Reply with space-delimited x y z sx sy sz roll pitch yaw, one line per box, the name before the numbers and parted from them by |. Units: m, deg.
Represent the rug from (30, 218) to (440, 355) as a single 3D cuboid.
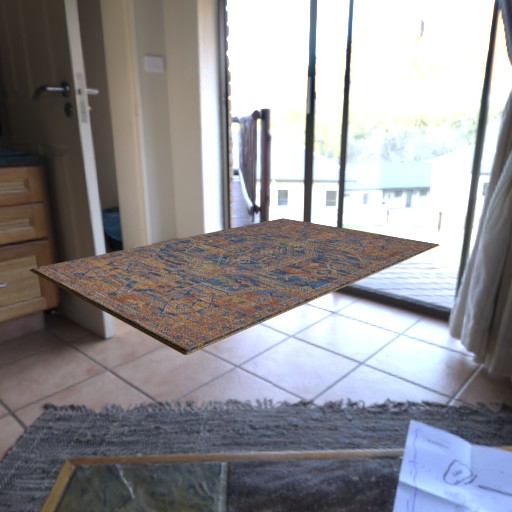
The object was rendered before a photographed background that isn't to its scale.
rug | 0.000 0.000 2.225 1.148 0.013 1.758 14 21 42
